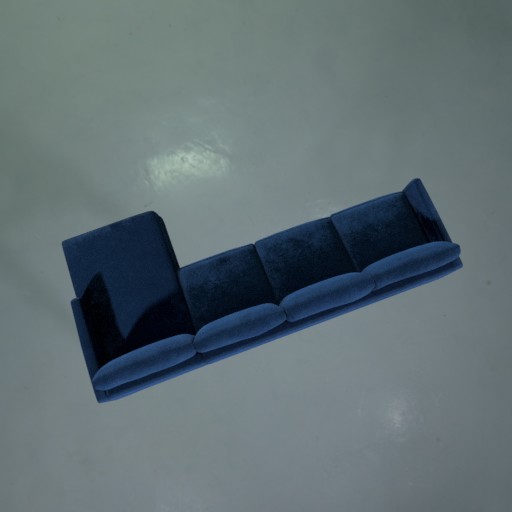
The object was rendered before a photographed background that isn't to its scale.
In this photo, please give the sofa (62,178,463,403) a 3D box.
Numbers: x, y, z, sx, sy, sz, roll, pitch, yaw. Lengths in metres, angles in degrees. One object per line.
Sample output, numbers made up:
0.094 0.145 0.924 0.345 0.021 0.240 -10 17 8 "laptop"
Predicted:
0.000 0.000 3.582 2.932 0.810 1.350 -20 76 -5 "sofa"
